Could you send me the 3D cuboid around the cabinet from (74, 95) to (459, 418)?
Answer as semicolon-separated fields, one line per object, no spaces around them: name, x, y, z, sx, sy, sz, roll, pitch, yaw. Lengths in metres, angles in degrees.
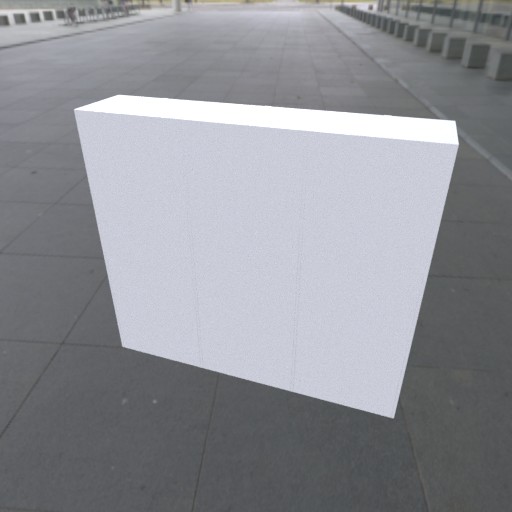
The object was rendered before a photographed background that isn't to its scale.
cabinet;0.000;0.000;3.800;2.700;2.370;0.590;10;32;16
